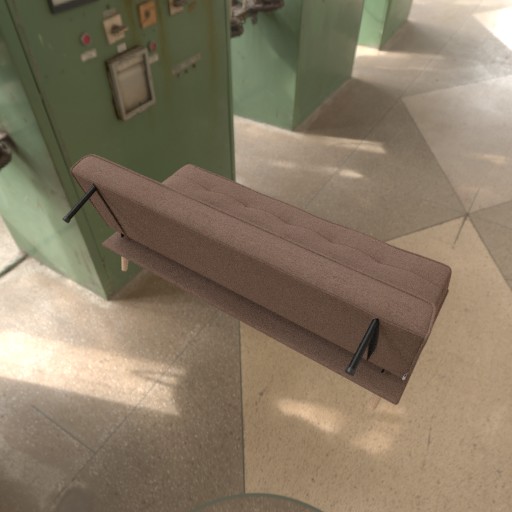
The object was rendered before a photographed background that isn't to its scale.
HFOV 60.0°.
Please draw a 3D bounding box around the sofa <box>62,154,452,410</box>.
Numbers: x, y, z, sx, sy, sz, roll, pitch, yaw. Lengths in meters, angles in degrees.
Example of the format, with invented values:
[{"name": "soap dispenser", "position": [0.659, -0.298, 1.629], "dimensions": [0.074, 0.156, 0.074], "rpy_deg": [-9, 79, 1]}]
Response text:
[{"name": "sofa", "position": [0.000, 0.000, 2.295], "dimensions": [1.820, 0.810, 1.038], "rpy_deg": [25, 51, 22]}]
